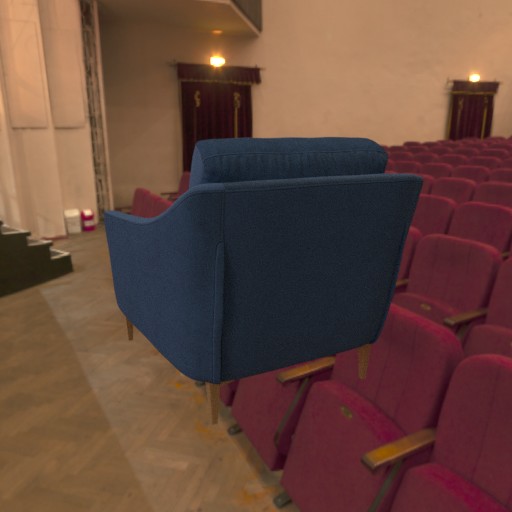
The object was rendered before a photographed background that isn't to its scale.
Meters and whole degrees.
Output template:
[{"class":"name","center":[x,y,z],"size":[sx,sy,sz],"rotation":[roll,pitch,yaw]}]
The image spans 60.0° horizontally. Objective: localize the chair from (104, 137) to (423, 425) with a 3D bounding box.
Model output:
[{"class":"chair","center":[0.000,0.000,1.723],"size":[0.987,0.899,0.961],"rotation":[-8,18,-25]}]
